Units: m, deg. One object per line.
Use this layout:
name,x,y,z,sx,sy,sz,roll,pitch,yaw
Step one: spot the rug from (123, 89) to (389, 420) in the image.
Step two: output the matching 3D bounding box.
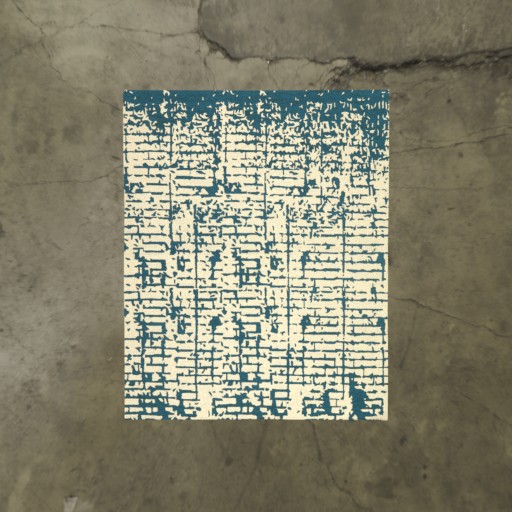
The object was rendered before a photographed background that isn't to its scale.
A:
rug,0.000,0.000,4.047,2.416,0.014,3.017,0,91,0
